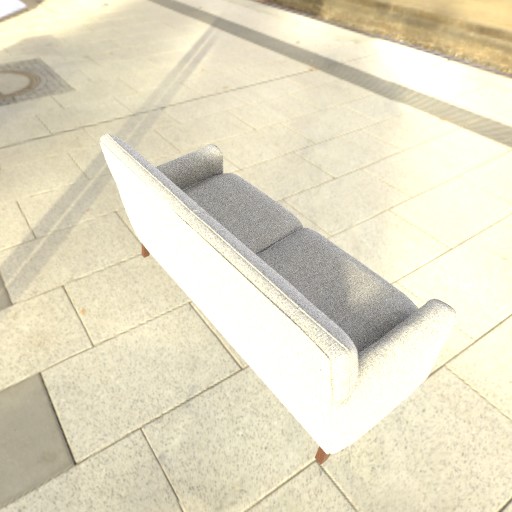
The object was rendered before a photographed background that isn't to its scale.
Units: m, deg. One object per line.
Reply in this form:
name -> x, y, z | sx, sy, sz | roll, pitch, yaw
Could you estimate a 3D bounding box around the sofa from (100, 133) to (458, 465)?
sofa -> 0.000, 0.000, 2.504 | 0.854, 0.942, 2.026 | -26, 47, -27
